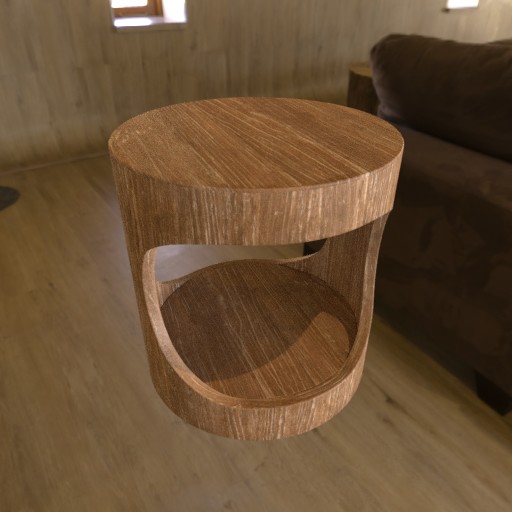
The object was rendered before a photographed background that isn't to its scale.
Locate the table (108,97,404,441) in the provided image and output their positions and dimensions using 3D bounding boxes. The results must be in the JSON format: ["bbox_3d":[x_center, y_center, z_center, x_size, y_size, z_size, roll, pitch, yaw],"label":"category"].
[{"bbox_3d":[0.000,0.000,0.968,0.527,0.551,0.527,0,33,0],"label":"table"}]
